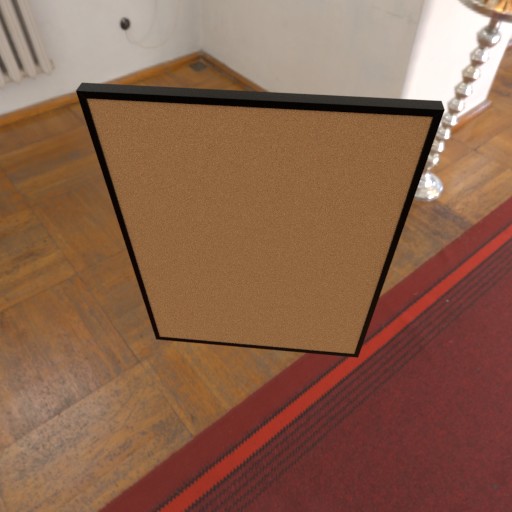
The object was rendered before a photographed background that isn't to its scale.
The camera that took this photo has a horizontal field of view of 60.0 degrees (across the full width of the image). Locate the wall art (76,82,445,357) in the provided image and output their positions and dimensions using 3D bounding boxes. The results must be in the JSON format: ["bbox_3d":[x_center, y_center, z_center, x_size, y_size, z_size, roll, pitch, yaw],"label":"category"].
[{"bbox_3d":[0.000,0.000,1.371,0.805,1.062,0.040,4,48,4],"label":"wall art"}]
